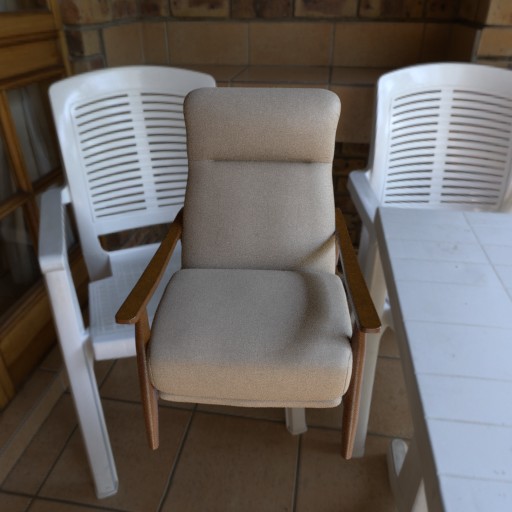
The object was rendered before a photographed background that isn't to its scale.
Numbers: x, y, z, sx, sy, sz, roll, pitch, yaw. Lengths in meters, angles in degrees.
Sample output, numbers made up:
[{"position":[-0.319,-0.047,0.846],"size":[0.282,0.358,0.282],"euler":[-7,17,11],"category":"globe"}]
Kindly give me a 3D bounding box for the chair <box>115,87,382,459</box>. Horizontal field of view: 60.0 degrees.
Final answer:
[{"position":[0.000,0.000,1.732],"size":[0.762,1.082,1.030],"euler":[2,31,3],"category":"chair"}]
